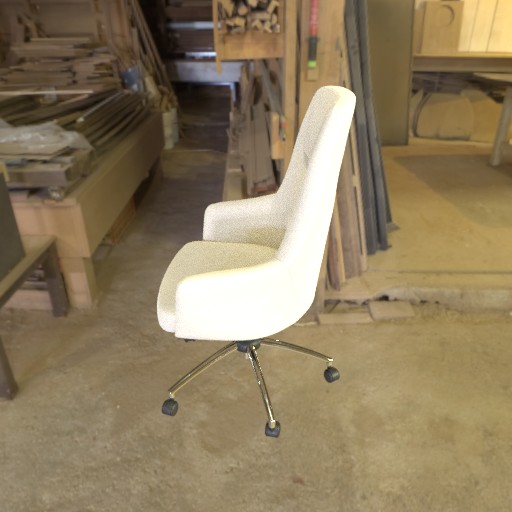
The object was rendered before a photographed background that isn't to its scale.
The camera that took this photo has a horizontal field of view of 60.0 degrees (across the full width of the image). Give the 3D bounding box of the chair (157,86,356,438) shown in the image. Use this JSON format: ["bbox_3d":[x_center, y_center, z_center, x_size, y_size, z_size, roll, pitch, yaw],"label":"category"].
[{"bbox_3d":[0.000,0.000,1.488,0.640,1.049,0.620,1,27,2],"label":"chair"}]
